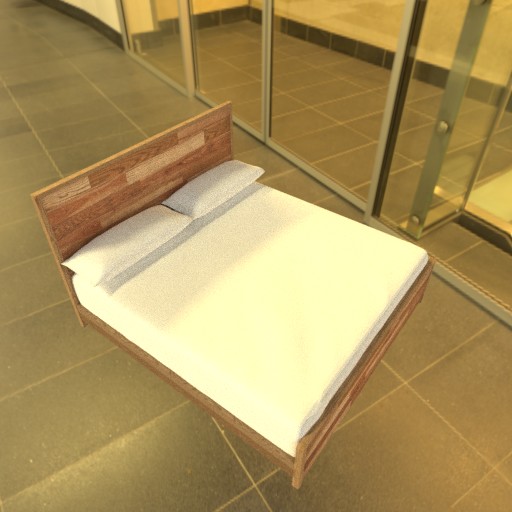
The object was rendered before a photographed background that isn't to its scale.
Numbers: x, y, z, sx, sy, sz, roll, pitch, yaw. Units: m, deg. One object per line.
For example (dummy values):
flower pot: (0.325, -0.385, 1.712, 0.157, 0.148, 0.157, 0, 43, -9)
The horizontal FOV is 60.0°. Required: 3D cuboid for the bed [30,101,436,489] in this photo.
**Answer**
bed: (0.000, 0.000, 3.423, 2.184, 1.295, 2.013, 26, 47, 27)
